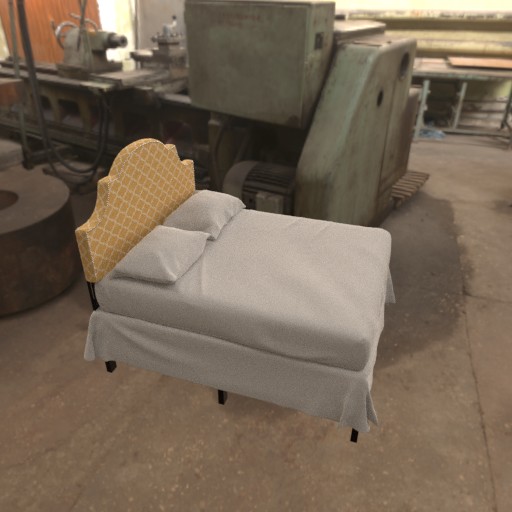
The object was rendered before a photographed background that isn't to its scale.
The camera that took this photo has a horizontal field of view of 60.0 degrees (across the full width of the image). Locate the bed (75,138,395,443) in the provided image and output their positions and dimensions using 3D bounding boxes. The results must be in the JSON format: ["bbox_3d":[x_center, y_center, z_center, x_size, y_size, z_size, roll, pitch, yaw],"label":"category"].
[{"bbox_3d":[0.000,0.000,3.487,2.222,1.633,1.780,10,32,17],"label":"bed"}]
